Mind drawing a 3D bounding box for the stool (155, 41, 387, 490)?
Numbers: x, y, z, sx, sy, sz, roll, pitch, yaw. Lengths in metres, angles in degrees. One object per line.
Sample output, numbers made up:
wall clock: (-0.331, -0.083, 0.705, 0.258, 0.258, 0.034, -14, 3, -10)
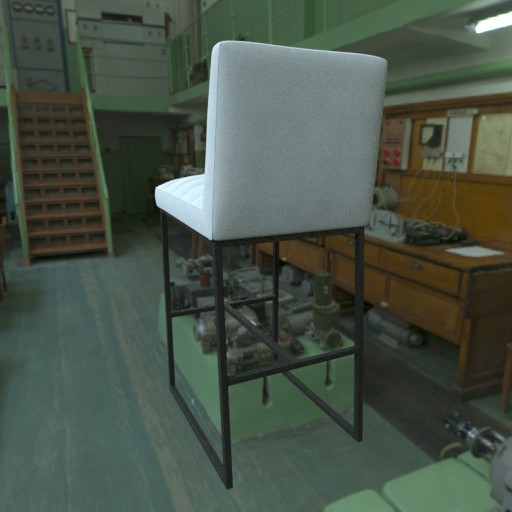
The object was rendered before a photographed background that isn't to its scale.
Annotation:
stool: (0.000, 0.000, 1.335, 0.464, 1.061, 0.573, -7, 16, -25)
